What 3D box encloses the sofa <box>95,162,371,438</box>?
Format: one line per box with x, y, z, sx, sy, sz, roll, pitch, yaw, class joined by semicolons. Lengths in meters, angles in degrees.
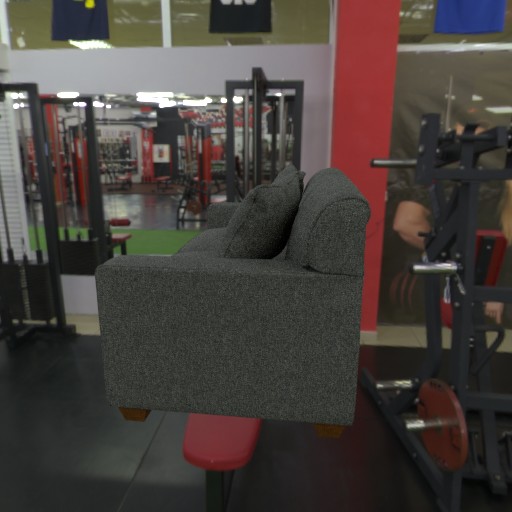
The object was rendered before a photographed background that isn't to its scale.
0.000;0.000;2.438;0.998;0.958;1.846;2;14;8;sofa
